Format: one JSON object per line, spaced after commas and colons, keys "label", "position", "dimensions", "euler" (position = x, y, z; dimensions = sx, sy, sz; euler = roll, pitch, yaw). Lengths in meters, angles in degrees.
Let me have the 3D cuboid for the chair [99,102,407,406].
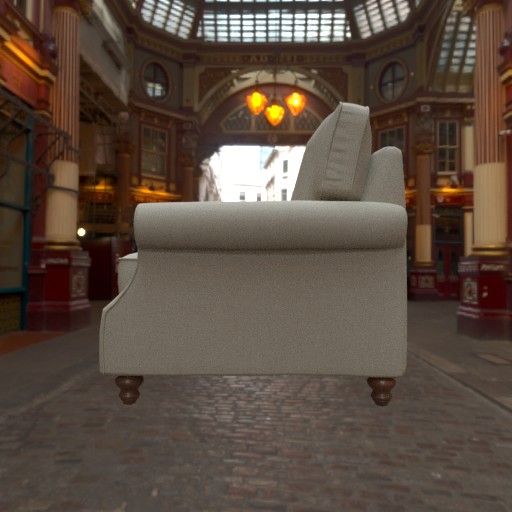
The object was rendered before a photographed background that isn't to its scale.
{"label": "chair", "position": [0.000, 0.000, 1.787], "dimensions": [0.966, 0.967, 1.029], "euler": [0, -1, 1]}
